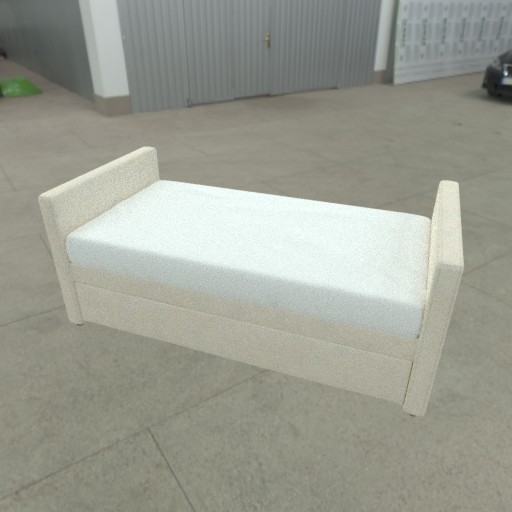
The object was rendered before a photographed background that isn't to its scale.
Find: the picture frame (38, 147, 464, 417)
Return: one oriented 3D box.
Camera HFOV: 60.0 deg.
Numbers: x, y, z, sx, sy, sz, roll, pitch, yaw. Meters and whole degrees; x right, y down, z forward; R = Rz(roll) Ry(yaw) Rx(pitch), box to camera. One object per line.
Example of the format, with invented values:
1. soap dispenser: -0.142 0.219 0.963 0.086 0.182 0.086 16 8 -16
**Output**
1. picture frame: 0.000 0.000 2.727 2.161 0.891 1.069 10 31 18
